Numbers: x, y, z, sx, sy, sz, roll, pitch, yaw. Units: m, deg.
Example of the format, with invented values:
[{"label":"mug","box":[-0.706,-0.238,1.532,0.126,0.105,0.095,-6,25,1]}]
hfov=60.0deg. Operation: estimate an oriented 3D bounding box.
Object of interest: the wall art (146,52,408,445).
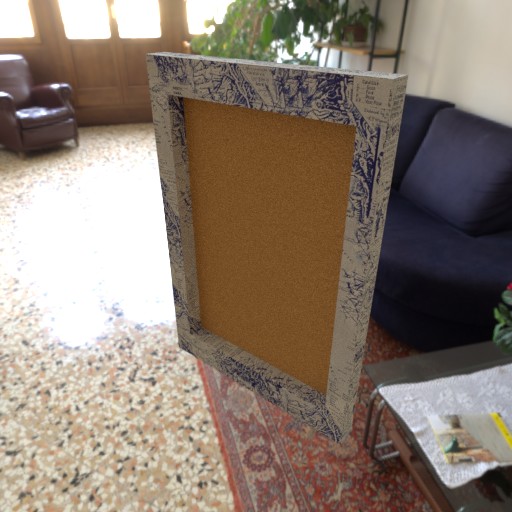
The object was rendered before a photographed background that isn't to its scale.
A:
[{"label":"wall art","box":[0.000,0.000,0.746,0.408,0.601,0.040,22,36,32]}]
